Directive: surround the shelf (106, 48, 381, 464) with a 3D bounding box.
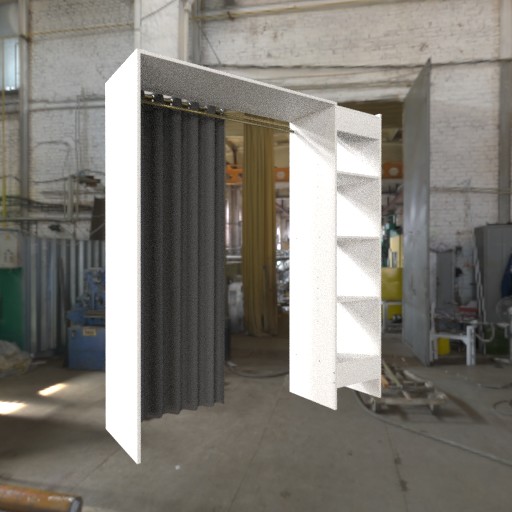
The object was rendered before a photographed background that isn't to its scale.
[{"bbox_3d":[0.000,0.000,2.586,1.600,1.810,0.500,0,0,-34],"label":"shelf"}]
